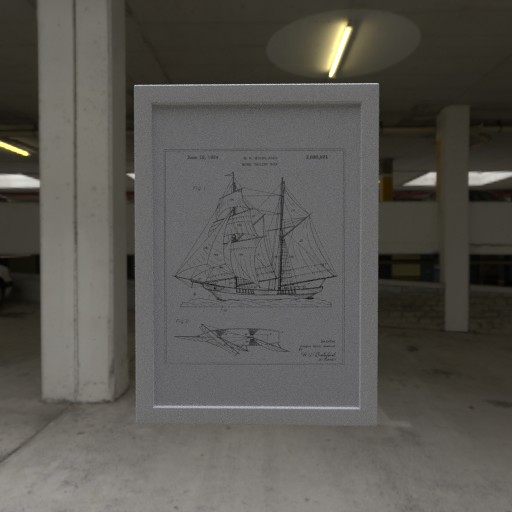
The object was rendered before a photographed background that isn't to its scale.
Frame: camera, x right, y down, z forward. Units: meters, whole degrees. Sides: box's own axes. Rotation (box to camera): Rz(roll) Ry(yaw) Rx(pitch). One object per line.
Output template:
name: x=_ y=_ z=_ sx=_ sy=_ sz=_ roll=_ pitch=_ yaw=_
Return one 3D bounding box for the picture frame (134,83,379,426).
picture frame: x=0.000 y=0.000 z=0.699 sx=0.381 sy=0.534 sz=0.012 roll=0 pitch=1 yaw=1
